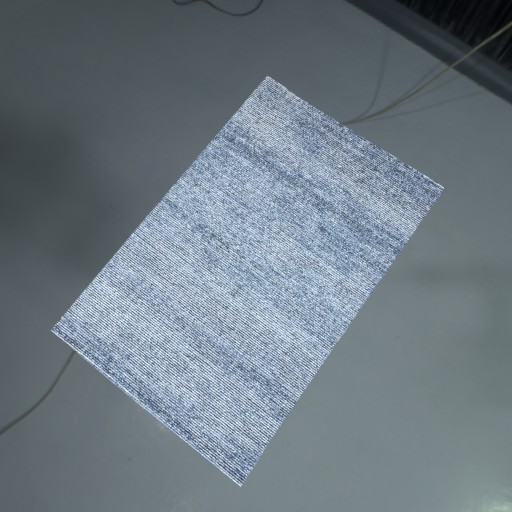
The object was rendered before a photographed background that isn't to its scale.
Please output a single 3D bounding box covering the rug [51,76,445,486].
[{"bbox_3d":[0.000,0.000,2.240,1.159,0.025,1.793,36,78,9],"label":"rug"}]
